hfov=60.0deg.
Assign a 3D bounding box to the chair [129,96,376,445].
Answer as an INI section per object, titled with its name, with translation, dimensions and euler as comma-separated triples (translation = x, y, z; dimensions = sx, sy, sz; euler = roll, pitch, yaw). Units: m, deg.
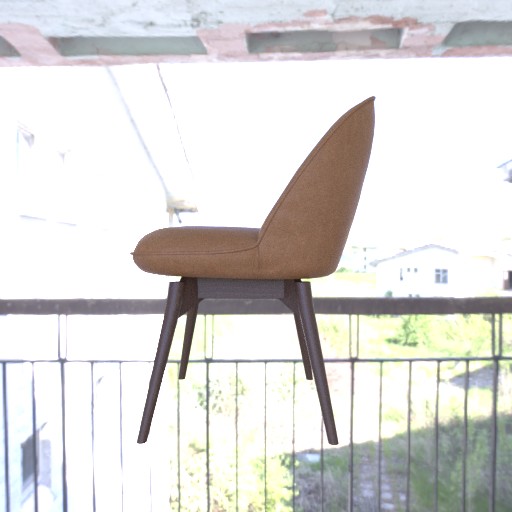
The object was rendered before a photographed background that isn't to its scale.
[chair]
translation = 0.000, 0.000, 1.237
dimensions = 0.631, 0.831, 0.521
euler = 0, 1, 1
